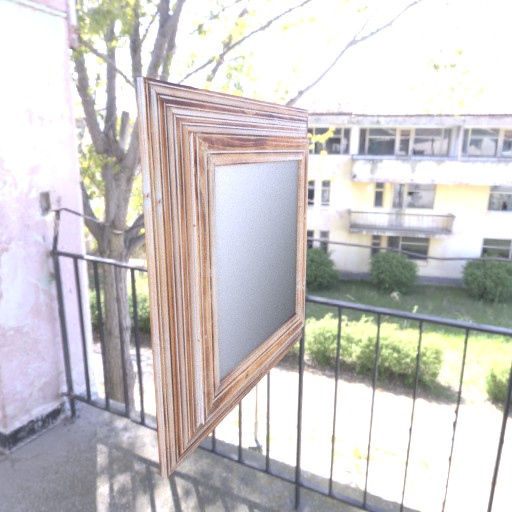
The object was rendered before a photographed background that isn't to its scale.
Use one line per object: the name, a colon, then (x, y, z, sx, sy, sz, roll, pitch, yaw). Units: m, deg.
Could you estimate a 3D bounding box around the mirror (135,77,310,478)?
mirror: (0.000, 0.000, 1.194, 0.061, 0.804, 0.804, 7, 16, 26)
